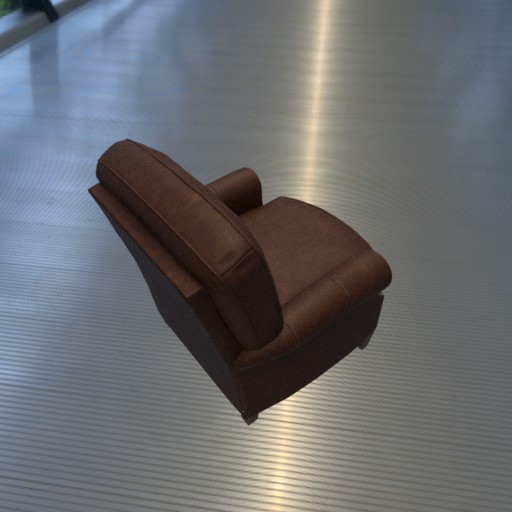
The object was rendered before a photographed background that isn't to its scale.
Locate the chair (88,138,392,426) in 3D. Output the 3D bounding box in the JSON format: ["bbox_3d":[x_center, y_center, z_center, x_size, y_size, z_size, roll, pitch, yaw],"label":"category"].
[{"bbox_3d":[0.000,0.000,1.811,0.986,1.018,0.936,-27,47,-28],"label":"chair"}]
